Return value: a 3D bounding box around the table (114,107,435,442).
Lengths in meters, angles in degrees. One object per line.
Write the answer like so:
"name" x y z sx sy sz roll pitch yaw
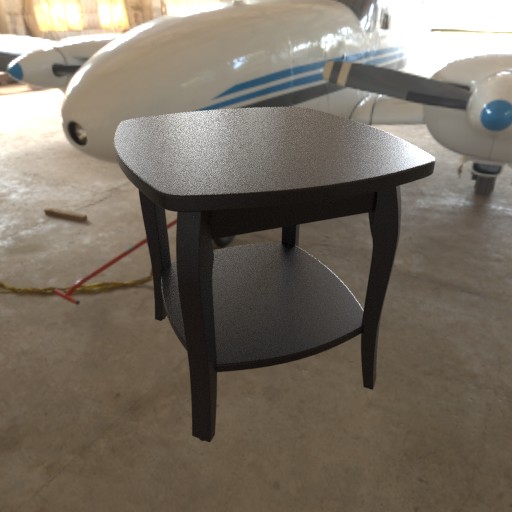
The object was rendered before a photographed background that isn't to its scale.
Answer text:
"table" 0.000 0.000 0.855 0.457 0.457 0.508 -11 31 -19
